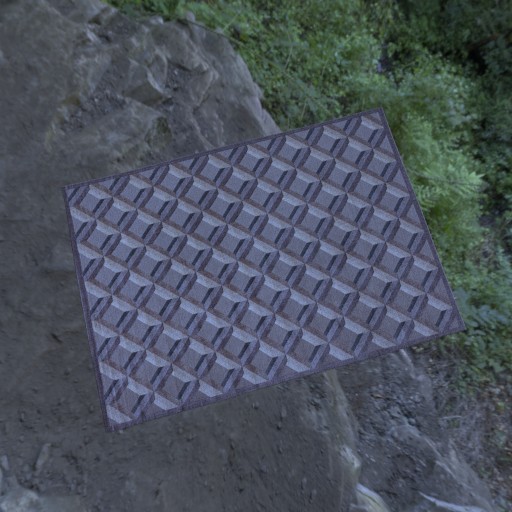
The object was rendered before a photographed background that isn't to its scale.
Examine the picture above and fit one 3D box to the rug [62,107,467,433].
[{"bbox_3d":[0.000,0.000,2.839,2.260,0.013,1.600,-15,77,-4],"label":"rug"}]
